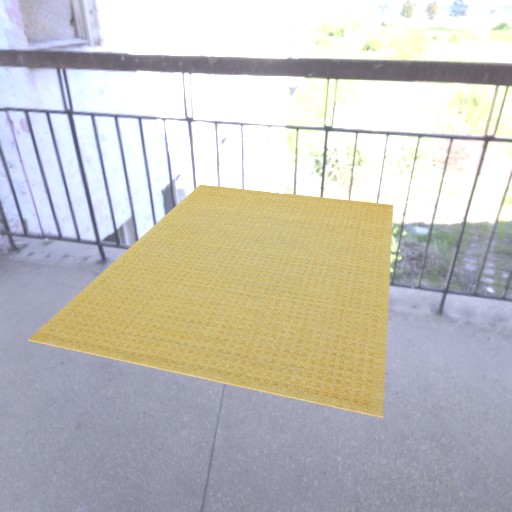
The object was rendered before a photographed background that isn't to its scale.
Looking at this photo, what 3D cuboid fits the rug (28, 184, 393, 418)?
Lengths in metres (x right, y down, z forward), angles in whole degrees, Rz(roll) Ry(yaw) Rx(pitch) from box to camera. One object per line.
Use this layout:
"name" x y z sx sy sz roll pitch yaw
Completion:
"rug" 0.000 0.000 4.252 2.486 0.015 3.242 8 31 14
